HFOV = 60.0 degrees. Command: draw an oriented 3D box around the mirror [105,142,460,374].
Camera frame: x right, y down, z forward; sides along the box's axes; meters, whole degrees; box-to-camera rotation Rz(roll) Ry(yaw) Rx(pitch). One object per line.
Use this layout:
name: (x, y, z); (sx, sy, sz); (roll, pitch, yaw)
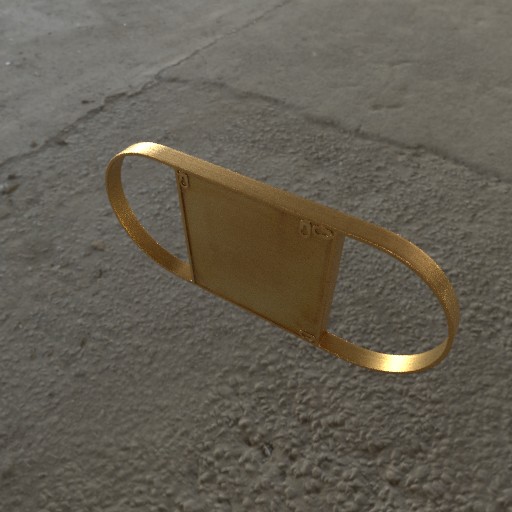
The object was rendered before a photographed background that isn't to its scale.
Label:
mirror: (0.000, 0.000, 0.667); (0.584, 0.254, 0.032); (24, 51, 22)
